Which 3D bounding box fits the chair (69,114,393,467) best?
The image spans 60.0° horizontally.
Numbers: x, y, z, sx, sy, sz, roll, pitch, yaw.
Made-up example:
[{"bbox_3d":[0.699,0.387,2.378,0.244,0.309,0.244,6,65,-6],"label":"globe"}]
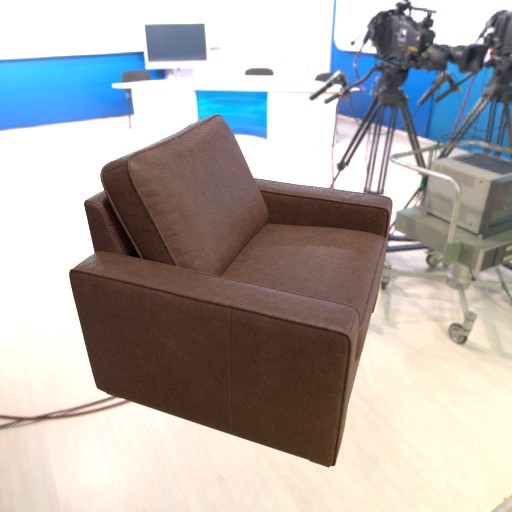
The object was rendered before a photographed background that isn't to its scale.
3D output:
[{"bbox_3d":[0.000,0.000,1.730,0.940,0.919,1.017,11,32,18],"label":"chair"}]
